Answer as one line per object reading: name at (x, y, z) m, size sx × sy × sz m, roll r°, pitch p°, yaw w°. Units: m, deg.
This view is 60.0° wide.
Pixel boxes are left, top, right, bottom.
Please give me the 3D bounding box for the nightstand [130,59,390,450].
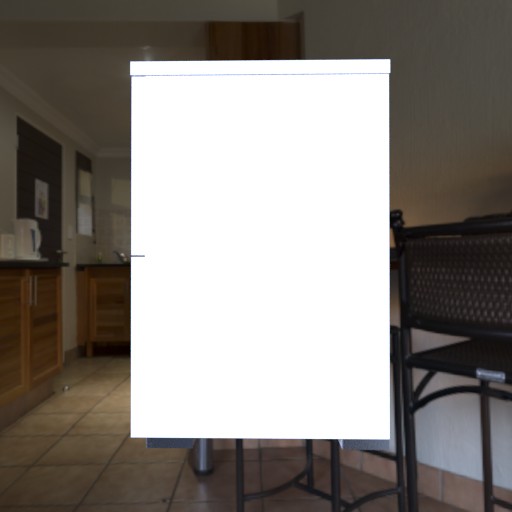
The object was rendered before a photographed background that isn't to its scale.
nightstand at (0.000, 0.000, 0.745) m, size 0.325 × 0.460 × 0.441 m, roll 0°, pitch 0°, yaw 1°
